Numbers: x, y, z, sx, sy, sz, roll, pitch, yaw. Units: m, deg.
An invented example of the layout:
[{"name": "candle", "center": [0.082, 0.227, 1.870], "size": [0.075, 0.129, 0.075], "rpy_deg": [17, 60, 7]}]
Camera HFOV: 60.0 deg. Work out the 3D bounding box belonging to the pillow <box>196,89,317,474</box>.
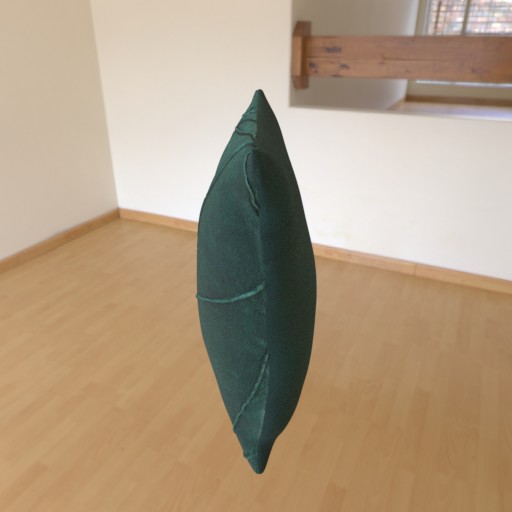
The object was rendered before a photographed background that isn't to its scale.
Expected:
[{"name": "pillow", "center": [0.000, 0.000, 0.680], "size": [0.184, 0.440, 0.439], "rpy_deg": [1, 27, 1]}]
